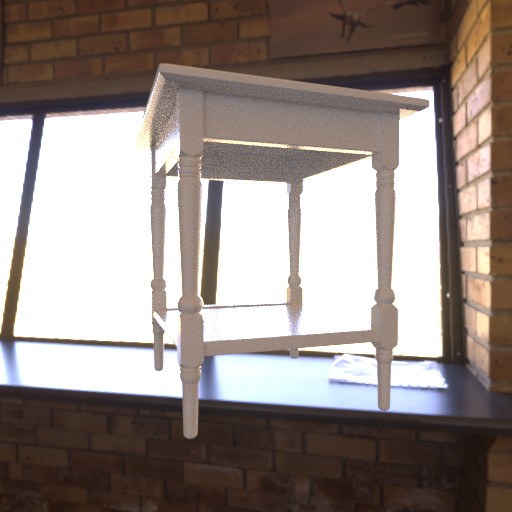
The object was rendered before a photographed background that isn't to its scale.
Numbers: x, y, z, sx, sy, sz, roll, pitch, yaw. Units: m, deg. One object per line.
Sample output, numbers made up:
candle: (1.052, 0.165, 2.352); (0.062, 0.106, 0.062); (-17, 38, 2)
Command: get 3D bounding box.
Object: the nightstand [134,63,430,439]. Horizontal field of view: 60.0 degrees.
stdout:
nightstand: (0.000, 0.000, 0.931); (0.459, 0.555, 0.505); (0, 1, -19)
